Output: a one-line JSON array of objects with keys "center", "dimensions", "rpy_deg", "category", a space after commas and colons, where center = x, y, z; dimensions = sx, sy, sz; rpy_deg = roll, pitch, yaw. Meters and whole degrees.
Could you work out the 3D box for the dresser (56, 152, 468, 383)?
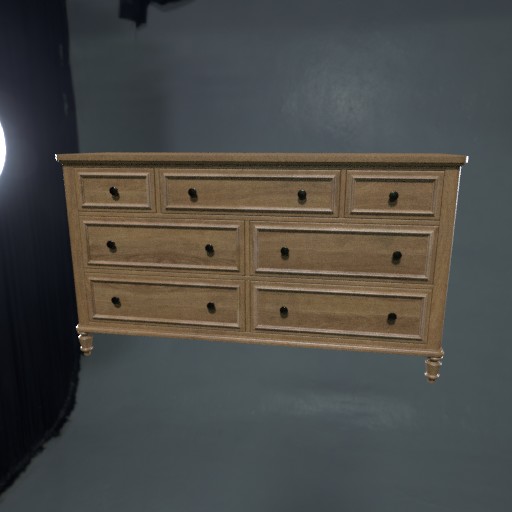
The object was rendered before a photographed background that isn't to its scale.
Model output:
[{"center": [0.000, 0.000, 1.989], "dimensions": [1.583, 0.892, 0.468], "rpy_deg": [2, 14, 9], "category": "dresser"}]
